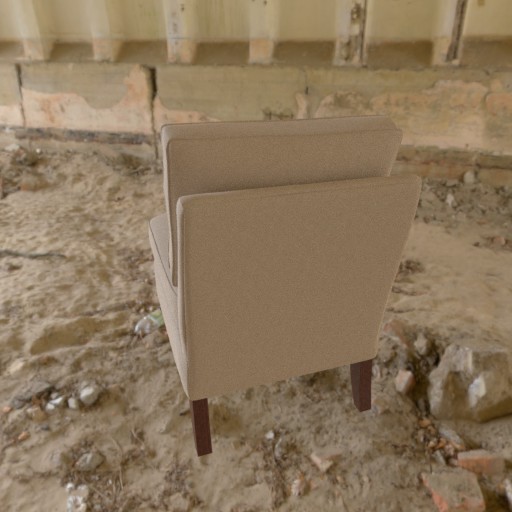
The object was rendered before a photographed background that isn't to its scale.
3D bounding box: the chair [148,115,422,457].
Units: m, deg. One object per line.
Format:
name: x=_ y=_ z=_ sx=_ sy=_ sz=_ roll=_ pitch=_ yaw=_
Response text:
chair: x=0.000 y=0.000 z=1.674 sx=0.724 sy=1.052 sz=0.912 roll=-8 pitch=25 yaw=-17
